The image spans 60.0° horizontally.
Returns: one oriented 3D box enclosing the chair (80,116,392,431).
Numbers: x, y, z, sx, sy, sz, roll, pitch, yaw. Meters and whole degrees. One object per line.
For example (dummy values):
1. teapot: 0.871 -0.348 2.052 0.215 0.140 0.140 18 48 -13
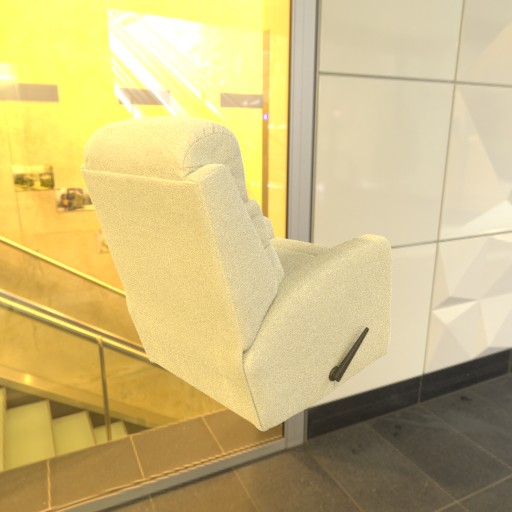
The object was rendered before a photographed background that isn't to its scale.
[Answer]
1. chair: 0.000 0.000 1.723 0.798 1.013 1.043 14 21 43
